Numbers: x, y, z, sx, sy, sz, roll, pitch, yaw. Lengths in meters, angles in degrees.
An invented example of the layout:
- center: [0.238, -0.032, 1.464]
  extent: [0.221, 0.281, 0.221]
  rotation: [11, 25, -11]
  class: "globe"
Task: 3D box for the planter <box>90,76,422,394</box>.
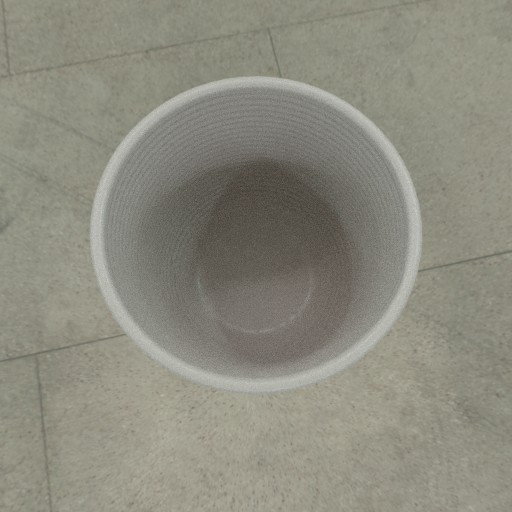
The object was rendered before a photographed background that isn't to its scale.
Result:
- center: [0.000, 0.000, 0.298]
  extent: [0.170, 0.152, 0.170]
  rotation: [0, 76, 0]
  class: "planter"
